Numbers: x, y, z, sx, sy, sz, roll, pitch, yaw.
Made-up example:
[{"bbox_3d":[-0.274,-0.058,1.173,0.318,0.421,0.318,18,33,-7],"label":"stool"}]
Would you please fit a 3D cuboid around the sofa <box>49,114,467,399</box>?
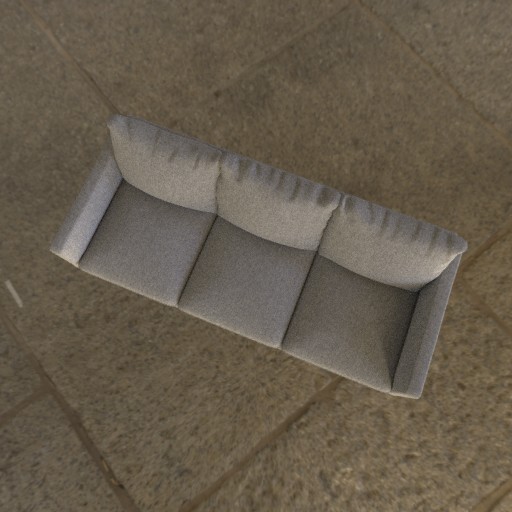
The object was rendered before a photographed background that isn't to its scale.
[{"bbox_3d":[0.000,0.000,2.437,2.000,0.830,0.850,21,76,5],"label":"sofa"}]
